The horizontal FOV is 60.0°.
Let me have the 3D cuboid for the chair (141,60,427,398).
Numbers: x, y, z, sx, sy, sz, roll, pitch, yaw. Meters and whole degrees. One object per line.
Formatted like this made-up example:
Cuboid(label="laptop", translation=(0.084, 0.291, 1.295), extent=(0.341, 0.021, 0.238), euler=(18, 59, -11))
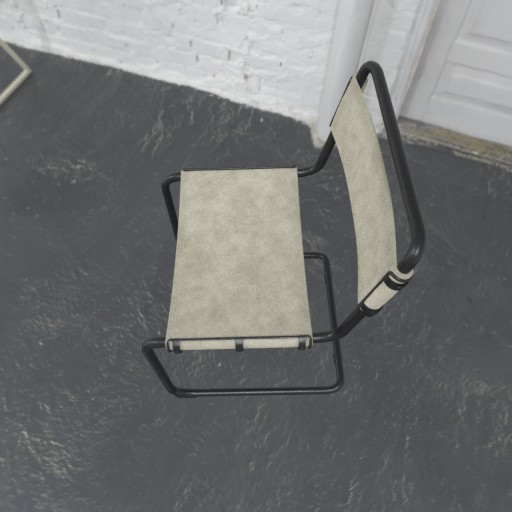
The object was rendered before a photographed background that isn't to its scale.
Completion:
Cuboid(label="chair", translation=(0.000, 0.000, 1.059), extent=(0.497, 0.747, 0.499), euler=(-1, 58, -1))
